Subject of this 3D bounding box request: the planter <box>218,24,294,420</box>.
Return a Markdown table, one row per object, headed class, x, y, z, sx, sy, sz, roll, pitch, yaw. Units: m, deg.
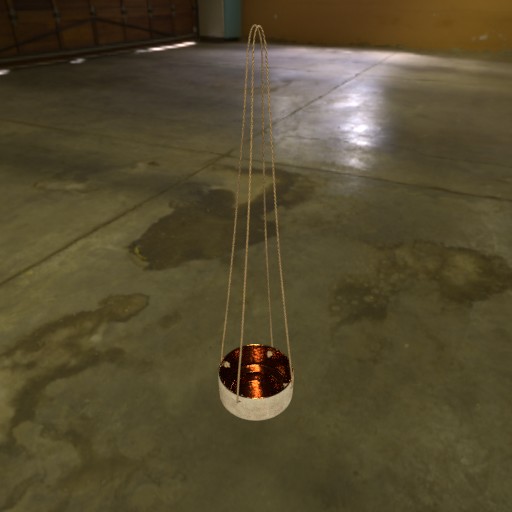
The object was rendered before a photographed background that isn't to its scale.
| class | x | y | z | sx | sy | sz | roll | pitch | yaw |
| --- | --- | --- | --- | --- | --- | --- | --- | --- | --- |
| planter | 0.000 | 0.000 | 1.111 | 0.223 | 1.030 | 0.223 | -10 | 32 | -17 |
